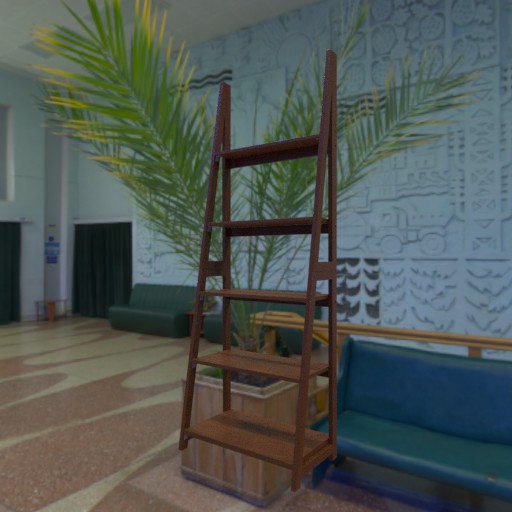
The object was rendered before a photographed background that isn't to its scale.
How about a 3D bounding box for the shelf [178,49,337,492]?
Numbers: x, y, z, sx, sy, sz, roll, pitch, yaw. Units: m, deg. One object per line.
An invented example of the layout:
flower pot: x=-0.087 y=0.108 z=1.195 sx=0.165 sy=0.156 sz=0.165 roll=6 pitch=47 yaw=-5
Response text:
shelf: x=0.000 y=0.000 z=1.997 sx=0.630 sy=1.780 sz=0.356 roll=0 pitch=0 yaw=36
